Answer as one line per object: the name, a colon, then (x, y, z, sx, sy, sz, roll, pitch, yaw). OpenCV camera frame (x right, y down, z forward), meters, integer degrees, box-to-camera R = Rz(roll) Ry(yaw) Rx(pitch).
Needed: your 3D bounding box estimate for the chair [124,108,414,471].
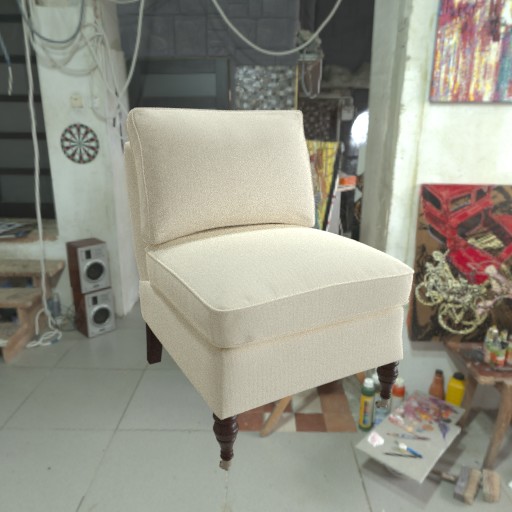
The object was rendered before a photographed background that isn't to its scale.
chair: (0.000, 0.000, 1.387, 0.630, 0.887, 0.781, -9, 19, -27)
